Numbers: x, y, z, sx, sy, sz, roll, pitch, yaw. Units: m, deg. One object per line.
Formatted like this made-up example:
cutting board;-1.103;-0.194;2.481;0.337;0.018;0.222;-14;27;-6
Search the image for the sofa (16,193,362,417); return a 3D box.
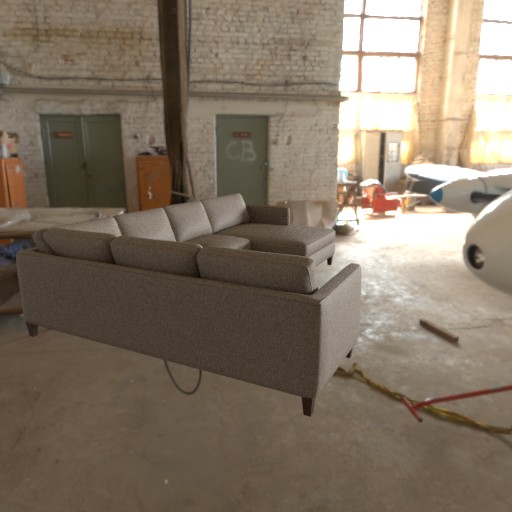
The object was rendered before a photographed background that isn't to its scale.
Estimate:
sofa;0.000;0.000;4.405;2.551;0.889;3.403;7;16;26
